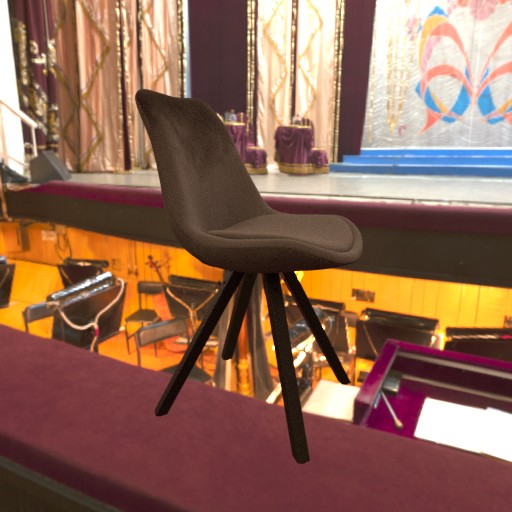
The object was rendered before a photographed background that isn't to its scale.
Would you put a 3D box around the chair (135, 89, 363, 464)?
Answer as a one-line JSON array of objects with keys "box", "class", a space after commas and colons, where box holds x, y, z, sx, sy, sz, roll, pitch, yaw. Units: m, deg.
[{"box": [0.000, 0.000, 1.194, 0.550, 0.850, 0.476, 6, 14, 25], "class": "chair"}]
